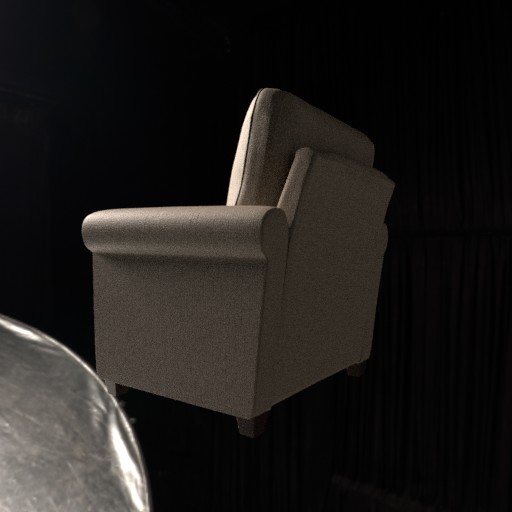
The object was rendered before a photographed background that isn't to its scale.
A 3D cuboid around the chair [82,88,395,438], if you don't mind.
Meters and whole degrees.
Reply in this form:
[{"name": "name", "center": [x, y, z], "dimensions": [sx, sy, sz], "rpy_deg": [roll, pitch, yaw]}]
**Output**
[{"name": "chair", "center": [0.000, 0.000, 2.303], "dimensions": [1.180, 1.349, 1.275], "rpy_deg": [0, 1, 36]}]
